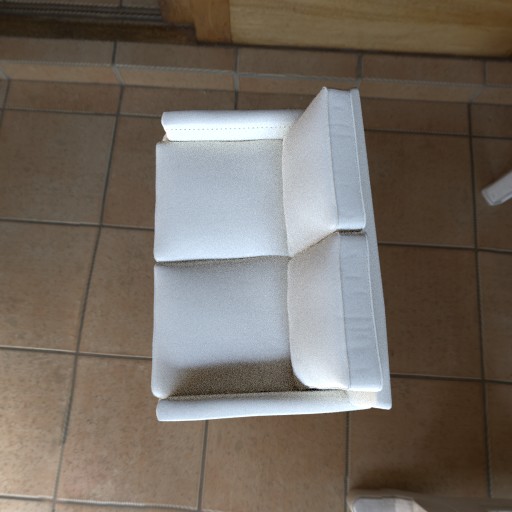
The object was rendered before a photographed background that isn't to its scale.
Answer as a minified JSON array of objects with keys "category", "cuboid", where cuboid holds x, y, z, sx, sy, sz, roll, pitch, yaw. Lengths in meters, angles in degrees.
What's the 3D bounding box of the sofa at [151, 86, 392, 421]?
[{"category":"sofa","cuboid":[0.000,0.000,2.325,1.084,1.003,1.597,-2,76,-1]}]
